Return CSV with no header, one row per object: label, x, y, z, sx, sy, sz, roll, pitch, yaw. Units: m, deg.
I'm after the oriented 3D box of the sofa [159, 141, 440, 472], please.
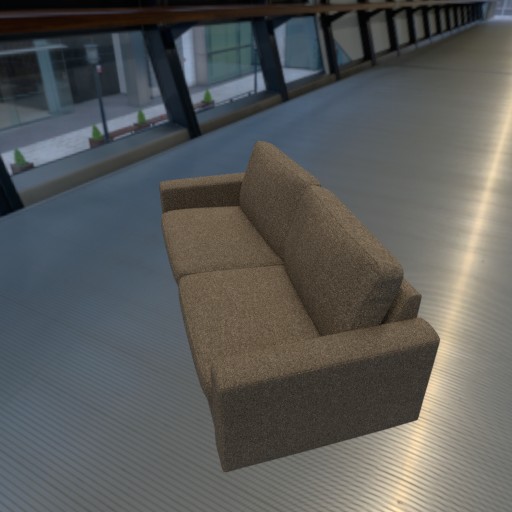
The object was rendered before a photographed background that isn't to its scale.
sofa,0.000,0.000,2.723,1.016,0.873,2.179,-9,32,-14
